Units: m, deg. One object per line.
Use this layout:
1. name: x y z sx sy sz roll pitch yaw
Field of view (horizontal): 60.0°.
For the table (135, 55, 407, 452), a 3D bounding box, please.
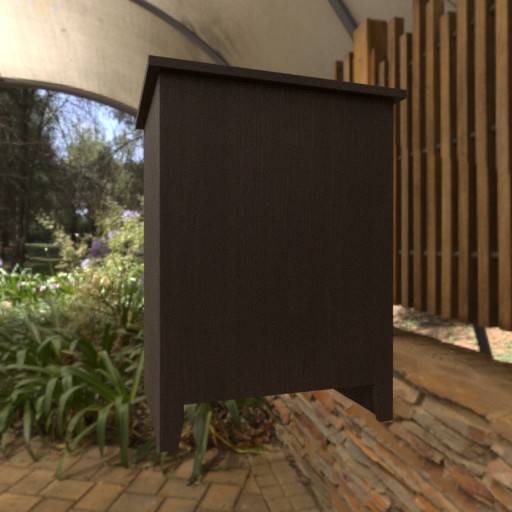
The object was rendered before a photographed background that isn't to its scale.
1. table: 0.000 0.000 0.952 0.480 0.635 0.381 0 0 -18
